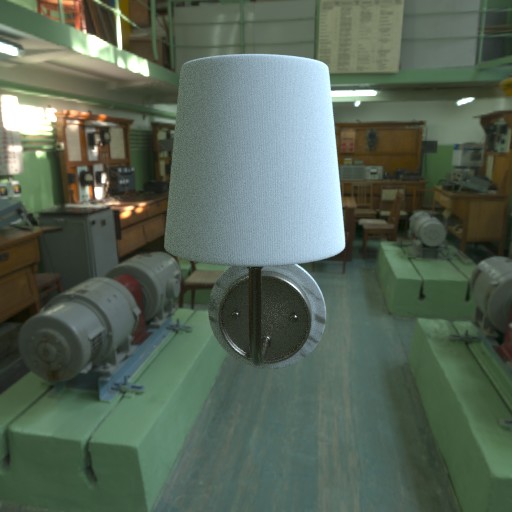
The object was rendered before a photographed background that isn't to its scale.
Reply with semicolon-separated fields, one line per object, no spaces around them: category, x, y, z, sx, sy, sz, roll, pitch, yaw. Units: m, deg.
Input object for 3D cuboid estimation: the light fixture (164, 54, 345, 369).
light fixture;0.000;0.000;0.431;0.168;0.337;0.188;2;14;8
